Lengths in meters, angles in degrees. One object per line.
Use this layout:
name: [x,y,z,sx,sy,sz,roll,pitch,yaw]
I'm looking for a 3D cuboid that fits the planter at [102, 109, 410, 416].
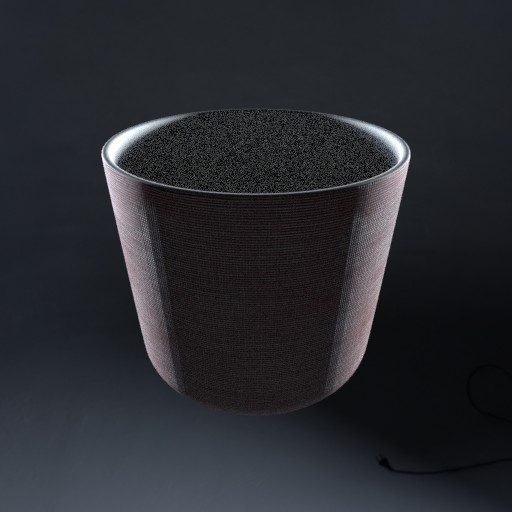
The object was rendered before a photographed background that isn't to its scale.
planter: [0.000,0.000,0.758,0.440,0.398,0.440,0,30,0]
